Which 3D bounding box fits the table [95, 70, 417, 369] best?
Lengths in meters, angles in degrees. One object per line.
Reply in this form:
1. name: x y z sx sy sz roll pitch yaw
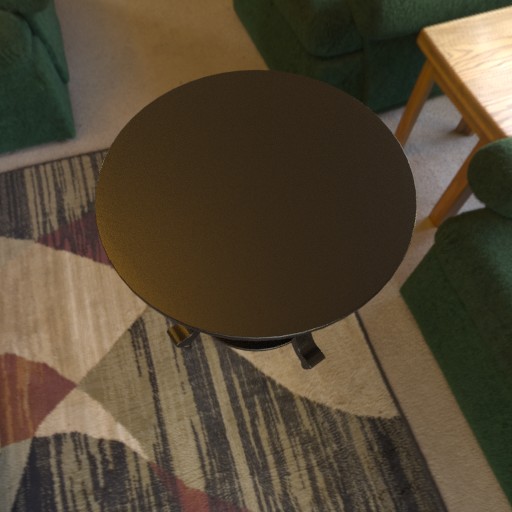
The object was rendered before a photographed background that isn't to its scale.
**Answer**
1. table: 0.000 0.000 1.104 0.597 0.618 0.597 0 64 0
